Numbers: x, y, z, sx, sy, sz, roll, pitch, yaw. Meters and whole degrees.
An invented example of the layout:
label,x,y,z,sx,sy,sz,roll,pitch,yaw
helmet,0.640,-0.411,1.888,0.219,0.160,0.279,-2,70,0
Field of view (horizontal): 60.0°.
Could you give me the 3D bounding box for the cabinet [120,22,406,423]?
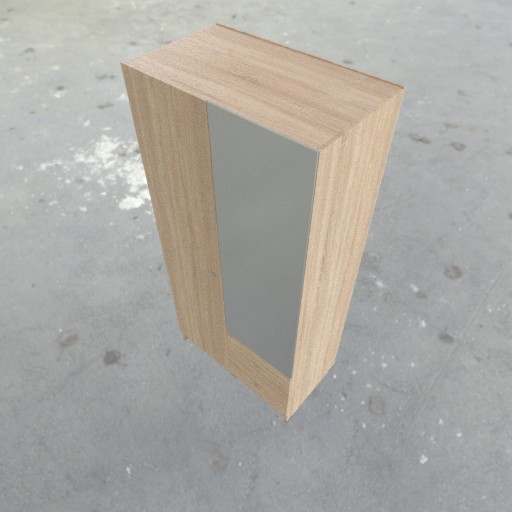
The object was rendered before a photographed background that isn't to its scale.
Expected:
label,x,y,z,sx,sy,sz,roll,pitch,yaw
cabinet,0.000,0.000,2.536,1.001,2.121,0.590,32,55,26
